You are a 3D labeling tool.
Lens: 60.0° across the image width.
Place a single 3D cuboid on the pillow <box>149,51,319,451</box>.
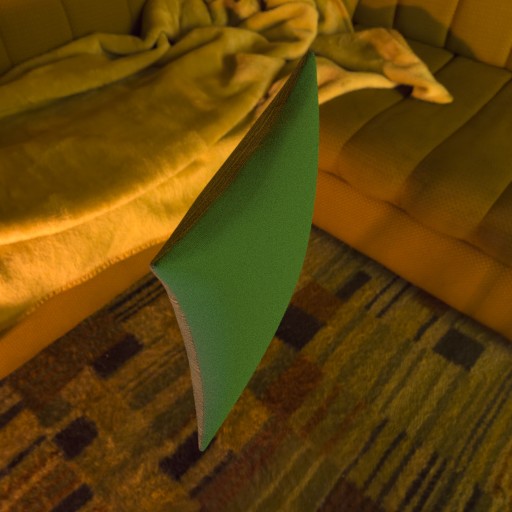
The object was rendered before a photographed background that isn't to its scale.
[{"bbox_3d":[0.000,0.000,0.757,0.150,0.497,0.514,16,49,15],"label":"pillow"}]
